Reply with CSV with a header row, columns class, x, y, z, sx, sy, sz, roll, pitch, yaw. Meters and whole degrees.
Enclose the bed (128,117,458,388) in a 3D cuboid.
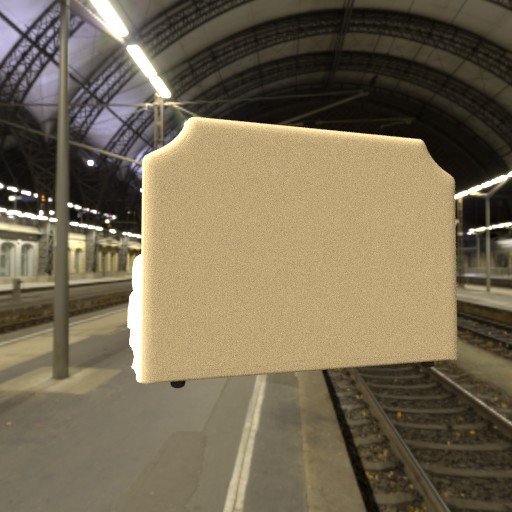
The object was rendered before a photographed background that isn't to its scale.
class,x,y,z,sx,sy,sz,roll,pitch,yaw
bed,0.000,0.000,3.887,2.134,1.524,2.548,0,-1,-17
